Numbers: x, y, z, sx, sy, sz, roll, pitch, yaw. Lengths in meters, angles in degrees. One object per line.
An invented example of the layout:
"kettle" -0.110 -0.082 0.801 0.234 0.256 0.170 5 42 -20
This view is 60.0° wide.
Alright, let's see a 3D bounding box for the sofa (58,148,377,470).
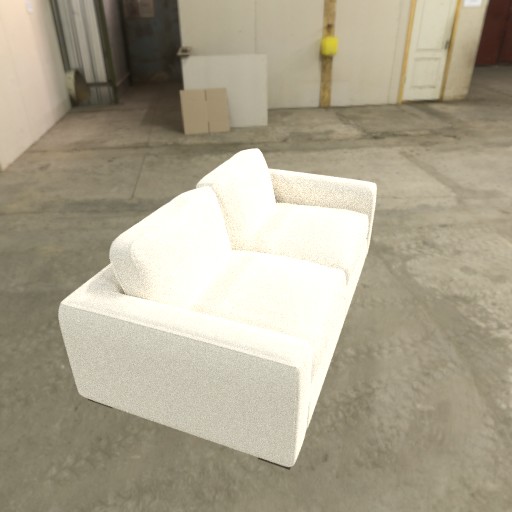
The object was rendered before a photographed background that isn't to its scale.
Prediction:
"sofa" 0.000 0.000 2.494 1.069 0.801 1.920 11 32 18
